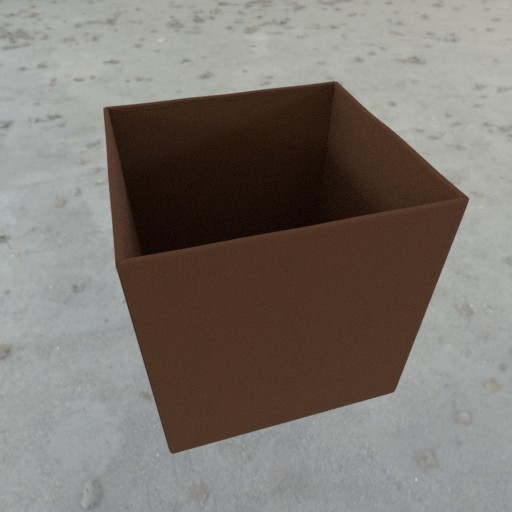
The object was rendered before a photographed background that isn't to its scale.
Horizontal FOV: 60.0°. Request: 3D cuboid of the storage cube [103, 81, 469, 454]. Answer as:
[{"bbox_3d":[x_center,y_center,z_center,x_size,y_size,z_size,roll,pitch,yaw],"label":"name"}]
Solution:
[{"bbox_3d":[0.000,0.000,0.499,0.270,0.280,0.270,-11,43,-12],"label":"storage cube"}]
